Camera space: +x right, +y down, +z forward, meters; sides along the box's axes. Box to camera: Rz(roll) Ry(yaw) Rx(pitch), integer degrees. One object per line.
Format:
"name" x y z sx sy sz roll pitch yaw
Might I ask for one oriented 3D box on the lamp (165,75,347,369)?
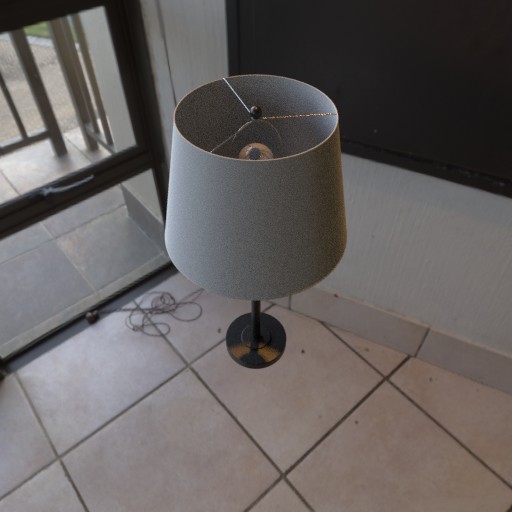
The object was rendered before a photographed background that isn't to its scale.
"lamp" 0.000 0.000 0.953 0.363 0.696 0.363 0 48 0
